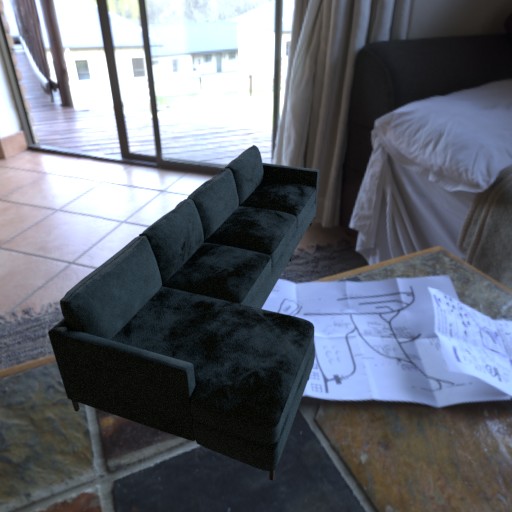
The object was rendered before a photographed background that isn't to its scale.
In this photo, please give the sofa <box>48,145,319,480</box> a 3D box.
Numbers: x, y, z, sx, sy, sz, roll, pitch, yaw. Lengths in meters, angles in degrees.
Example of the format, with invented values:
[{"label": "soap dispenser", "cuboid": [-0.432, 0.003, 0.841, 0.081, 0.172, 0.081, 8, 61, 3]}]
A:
[{"label": "sofa", "cuboid": [0.000, 0.000, 3.934, 1.500, 0.967, 3.400, 11, 33, 17]}]
